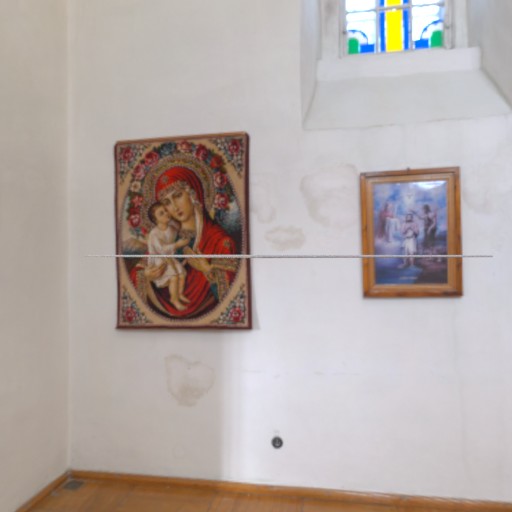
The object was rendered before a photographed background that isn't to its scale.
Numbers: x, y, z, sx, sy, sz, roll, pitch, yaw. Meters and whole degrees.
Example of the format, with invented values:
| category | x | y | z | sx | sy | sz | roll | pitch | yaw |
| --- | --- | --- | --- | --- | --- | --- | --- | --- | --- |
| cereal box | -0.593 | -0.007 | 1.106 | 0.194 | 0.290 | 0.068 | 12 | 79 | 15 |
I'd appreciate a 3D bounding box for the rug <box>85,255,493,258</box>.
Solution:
| category | x | y | z | sx | sy | sz | roll | pitch | yaw |
| --- | --- | --- | --- | --- | --- | --- | --- | --- | --- |
| rug | 0.000 | 0.000 | 2.841 | 1.555 | 0.011 | 2.232 | 0 | 0 | -35 |
